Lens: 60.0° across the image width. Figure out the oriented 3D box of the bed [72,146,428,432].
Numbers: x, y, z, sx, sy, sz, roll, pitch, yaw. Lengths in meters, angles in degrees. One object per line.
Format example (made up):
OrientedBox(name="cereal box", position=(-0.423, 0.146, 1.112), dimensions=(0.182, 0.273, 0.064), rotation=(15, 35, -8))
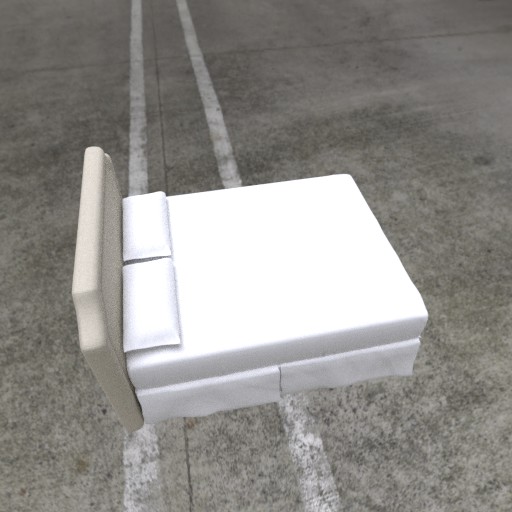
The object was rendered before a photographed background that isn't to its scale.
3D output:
OrientedBox(name="bed", position=(0.000, 0.000, 3.189), dimensions=(2.116, 1.290, 1.693), rotation=(-9, 48, -8))
